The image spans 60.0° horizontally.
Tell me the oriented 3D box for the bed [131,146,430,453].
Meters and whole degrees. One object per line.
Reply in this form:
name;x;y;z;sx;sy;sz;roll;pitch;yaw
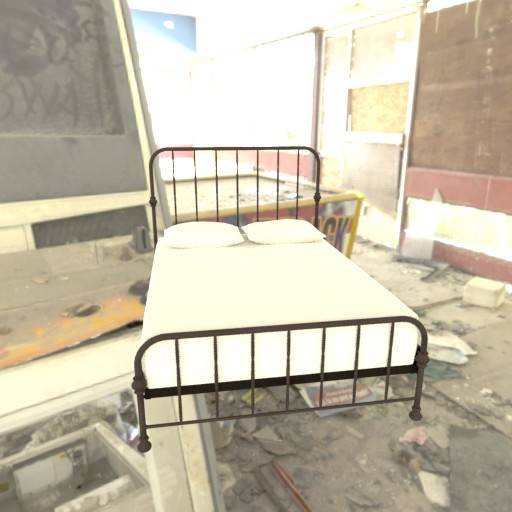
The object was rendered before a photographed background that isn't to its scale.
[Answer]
bed;0.000;0.000;3.228;1.616;1.446;2.134;-3;17;-9
